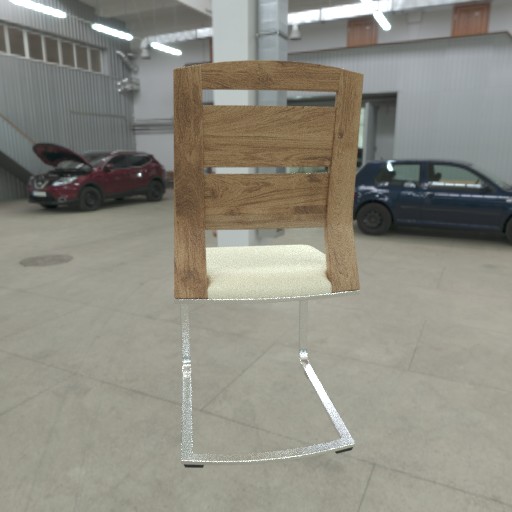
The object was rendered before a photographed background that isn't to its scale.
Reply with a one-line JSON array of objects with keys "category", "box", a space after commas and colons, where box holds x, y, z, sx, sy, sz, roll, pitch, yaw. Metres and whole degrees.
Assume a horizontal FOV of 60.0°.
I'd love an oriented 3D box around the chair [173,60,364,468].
[{"category": "chair", "box": [0.000, 0.000, 1.271, 0.457, 0.955, 0.561, -2, 13, -8]}]
